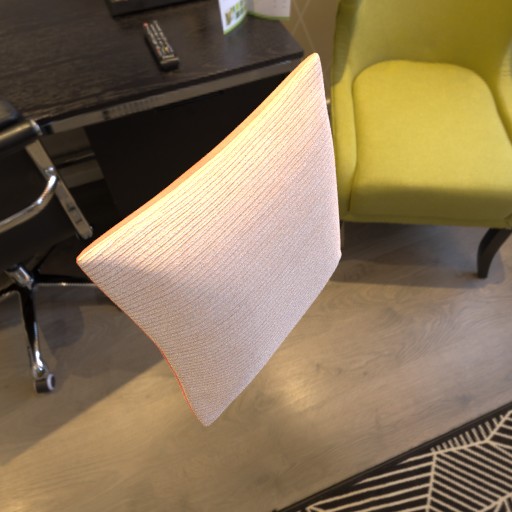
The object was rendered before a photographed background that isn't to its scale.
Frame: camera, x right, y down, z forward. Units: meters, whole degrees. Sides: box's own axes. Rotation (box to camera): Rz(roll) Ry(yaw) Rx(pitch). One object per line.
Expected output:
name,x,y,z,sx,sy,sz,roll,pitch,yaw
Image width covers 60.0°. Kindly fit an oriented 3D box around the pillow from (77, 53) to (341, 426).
pillow,0.000,0.000,0.663,0.177,0.401,0.424,33,63,19
